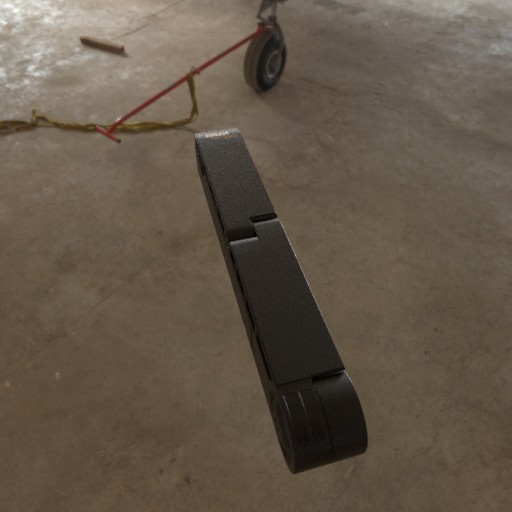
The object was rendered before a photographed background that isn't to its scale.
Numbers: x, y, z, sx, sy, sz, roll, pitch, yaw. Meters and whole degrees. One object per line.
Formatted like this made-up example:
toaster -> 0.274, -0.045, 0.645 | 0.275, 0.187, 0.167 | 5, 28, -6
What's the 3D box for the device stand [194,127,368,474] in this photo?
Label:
device stand -> 0.000, 0.000, 0.196 | 0.026, 0.030, 0.179 | -11, 49, -10
